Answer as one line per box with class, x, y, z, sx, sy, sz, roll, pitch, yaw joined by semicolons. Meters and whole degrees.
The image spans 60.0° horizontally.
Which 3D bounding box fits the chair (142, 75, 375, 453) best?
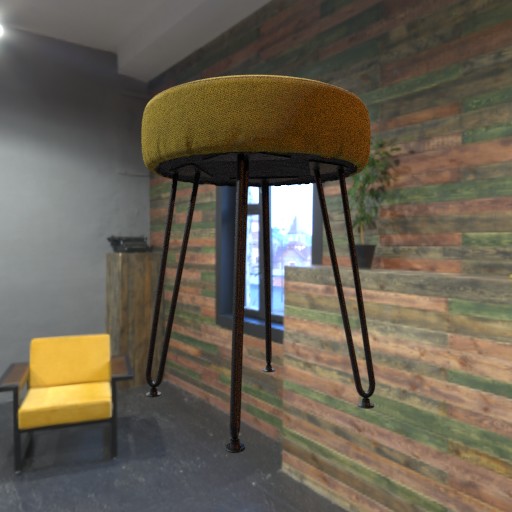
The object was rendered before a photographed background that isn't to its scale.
chair;0.000;0.000;0.694;0.345;0.455;0.345;-1;2;-36
